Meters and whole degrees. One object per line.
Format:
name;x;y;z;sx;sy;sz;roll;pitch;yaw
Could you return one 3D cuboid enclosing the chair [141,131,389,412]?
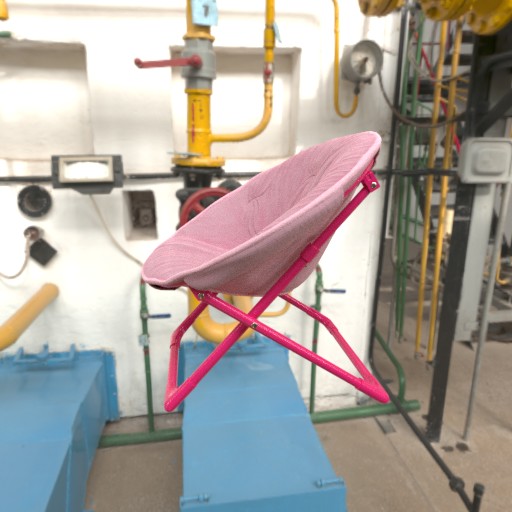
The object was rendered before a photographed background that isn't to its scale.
chair;0.000;0.000;0.912;0.459;0.494;0.522;-2;15;-8
